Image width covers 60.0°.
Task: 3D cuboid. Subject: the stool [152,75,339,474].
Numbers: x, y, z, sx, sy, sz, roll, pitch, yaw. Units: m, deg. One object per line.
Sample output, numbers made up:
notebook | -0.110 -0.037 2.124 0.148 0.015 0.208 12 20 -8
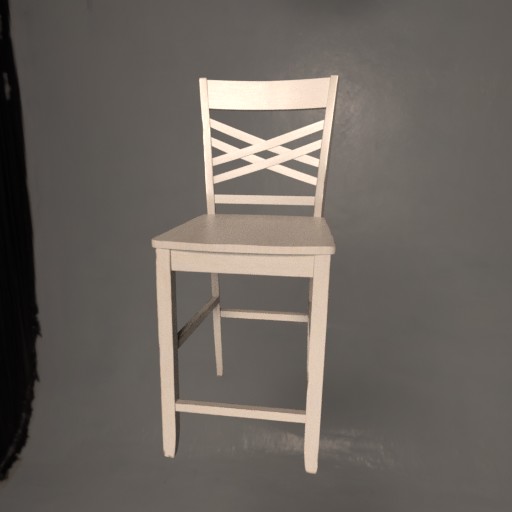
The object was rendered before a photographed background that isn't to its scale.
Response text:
stool | 0.000 0.000 1.347 0.462 1.079 0.539 2 15 9
